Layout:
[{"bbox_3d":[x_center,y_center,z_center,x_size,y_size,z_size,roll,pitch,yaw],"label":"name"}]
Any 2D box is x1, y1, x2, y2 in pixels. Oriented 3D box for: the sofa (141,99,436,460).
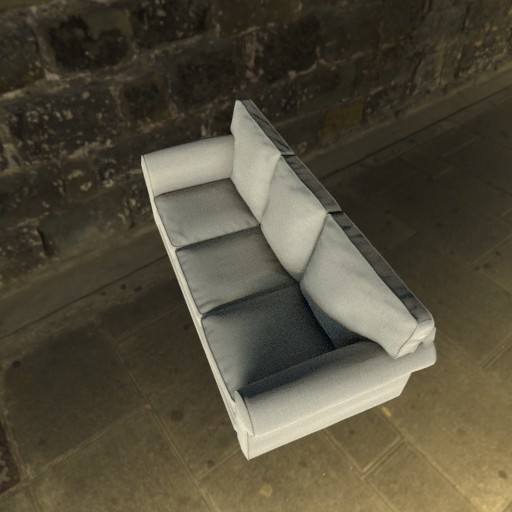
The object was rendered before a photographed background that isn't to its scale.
[{"bbox_3d":[0.000,0.000,2.623,0.916,0.961,2.084,-16,48,-15],"label":"sofa"}]
